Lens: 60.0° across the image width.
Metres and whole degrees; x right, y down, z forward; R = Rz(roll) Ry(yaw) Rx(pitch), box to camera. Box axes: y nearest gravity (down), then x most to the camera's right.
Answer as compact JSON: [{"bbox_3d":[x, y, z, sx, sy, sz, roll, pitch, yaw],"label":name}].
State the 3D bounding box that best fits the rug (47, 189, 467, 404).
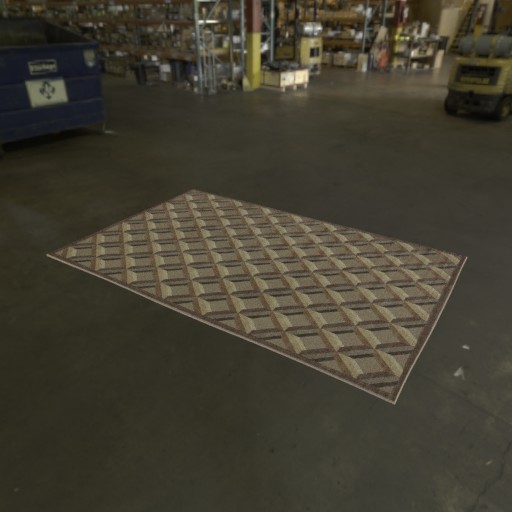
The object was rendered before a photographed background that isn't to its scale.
[{"bbox_3d":[0.000,0.000,2.086,1.677,0.011,1.066,17,33,29],"label":"rug"}]
